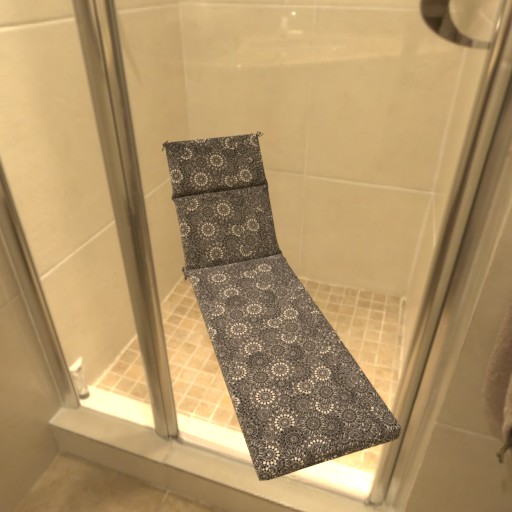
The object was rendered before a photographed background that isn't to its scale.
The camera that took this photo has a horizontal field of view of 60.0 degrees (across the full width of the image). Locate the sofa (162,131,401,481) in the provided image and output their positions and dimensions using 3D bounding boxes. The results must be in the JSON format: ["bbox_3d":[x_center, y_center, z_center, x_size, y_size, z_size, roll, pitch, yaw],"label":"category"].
[{"bbox_3d":[0.000,0.000,1.967,0.582,0.622,1.663,-10,34,-15],"label":"sofa"}]
